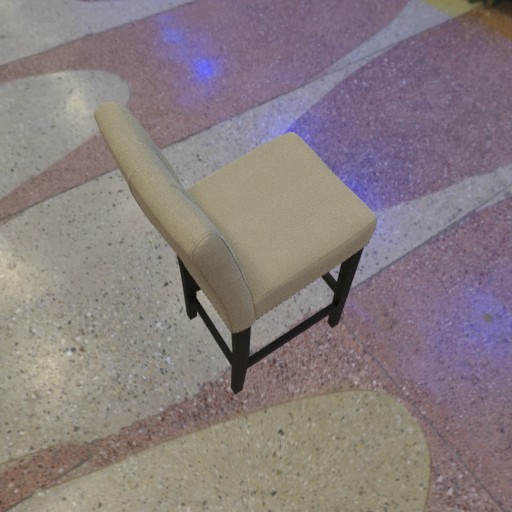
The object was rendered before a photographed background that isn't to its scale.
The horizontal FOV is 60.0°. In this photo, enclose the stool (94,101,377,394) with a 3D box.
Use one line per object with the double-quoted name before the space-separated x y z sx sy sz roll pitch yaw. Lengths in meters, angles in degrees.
"stool" 0.000 0.000 1.297 0.548 1.047 0.411 -29 63 -16
